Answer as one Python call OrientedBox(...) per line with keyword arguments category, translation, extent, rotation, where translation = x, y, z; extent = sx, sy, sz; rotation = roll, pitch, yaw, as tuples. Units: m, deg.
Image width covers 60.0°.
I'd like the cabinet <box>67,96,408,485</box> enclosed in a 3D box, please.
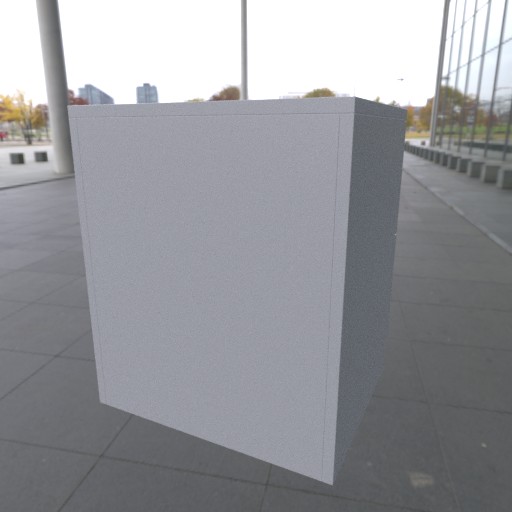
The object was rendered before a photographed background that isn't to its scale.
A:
OrientedBox(category="cabinet", translation=(0.000, 0.000, 0.742), extent=(0.400, 0.470, 0.360), rotation=(8, 18, 26))
